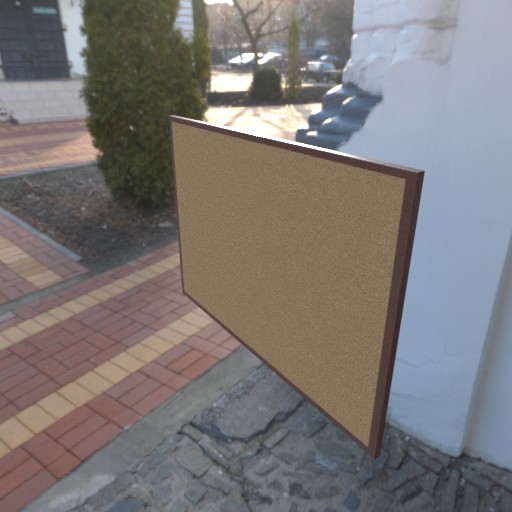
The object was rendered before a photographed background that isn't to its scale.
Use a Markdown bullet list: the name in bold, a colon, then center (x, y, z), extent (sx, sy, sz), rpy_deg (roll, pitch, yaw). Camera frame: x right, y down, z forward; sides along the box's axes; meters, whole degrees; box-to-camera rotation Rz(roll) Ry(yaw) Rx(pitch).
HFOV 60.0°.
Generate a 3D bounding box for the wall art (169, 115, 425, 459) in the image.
- **wall art**: center (0.000, 0.000, 0.849), extent (0.014, 0.455, 0.660), rpy_deg (-16, 29, -32)
